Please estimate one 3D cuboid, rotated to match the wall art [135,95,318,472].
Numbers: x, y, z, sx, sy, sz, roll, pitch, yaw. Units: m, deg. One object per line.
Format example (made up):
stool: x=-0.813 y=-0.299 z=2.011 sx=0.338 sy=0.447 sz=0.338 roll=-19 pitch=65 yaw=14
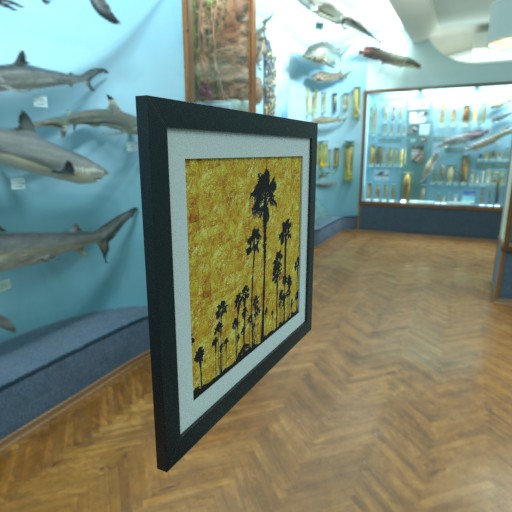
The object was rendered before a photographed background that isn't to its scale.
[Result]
wall art: x=0.000 y=0.000 z=0.541 sx=0.012 sy=0.332 sz=0.383 roll=7 pitch=15 yaw=26
